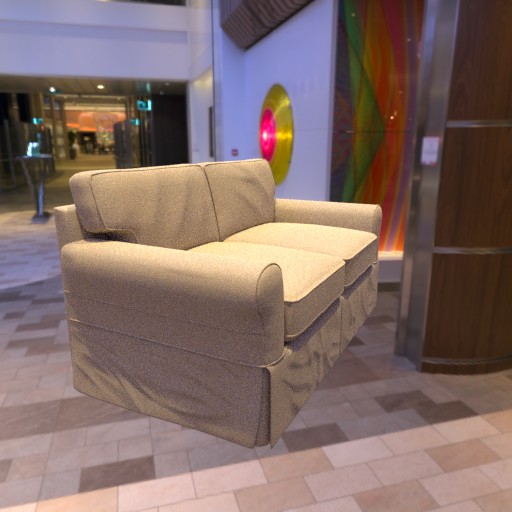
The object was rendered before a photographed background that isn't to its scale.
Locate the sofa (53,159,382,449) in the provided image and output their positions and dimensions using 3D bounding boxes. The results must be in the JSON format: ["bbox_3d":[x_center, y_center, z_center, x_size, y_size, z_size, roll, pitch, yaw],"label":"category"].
[{"bbox_3d":[0.000,0.000,2.325,0.991,0.940,1.727,7,16,27],"label":"sofa"}]
